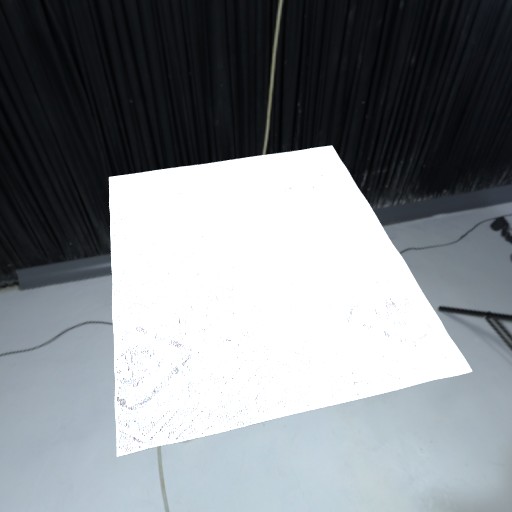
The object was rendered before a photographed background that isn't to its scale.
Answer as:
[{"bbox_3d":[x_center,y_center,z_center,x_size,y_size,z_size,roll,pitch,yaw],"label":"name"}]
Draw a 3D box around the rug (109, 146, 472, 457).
[{"bbox_3d":[0.000,0.000,0.861,0.548,0.006,0.639,-10,49,-9],"label":"rug"}]
